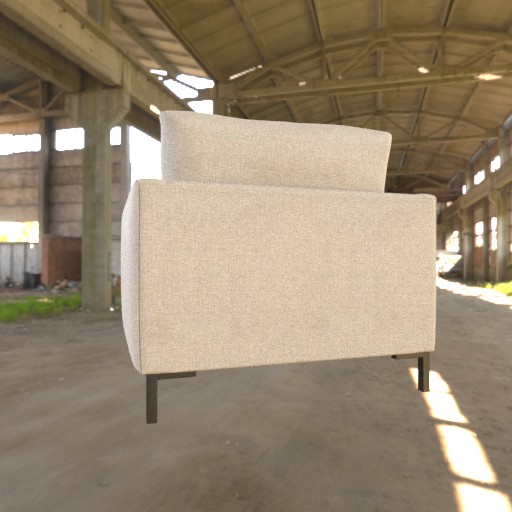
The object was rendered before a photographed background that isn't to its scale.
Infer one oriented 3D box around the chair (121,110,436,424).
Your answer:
[{"bbox_3d":[0.000,0.000,1.662,0.963,0.861,0.866,0,-1,-19],"label":"chair"}]
